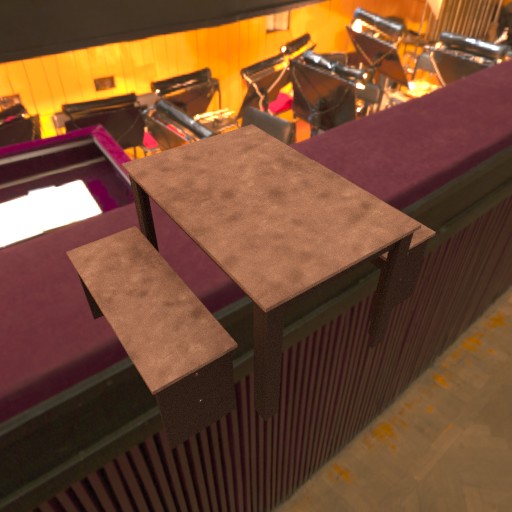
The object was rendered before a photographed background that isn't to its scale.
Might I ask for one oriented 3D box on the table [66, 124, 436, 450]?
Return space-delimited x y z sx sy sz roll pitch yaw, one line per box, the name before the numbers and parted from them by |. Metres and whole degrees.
table | 0.000 0.000 2.063 1.443 0.700 1.100 -25 46 -26
